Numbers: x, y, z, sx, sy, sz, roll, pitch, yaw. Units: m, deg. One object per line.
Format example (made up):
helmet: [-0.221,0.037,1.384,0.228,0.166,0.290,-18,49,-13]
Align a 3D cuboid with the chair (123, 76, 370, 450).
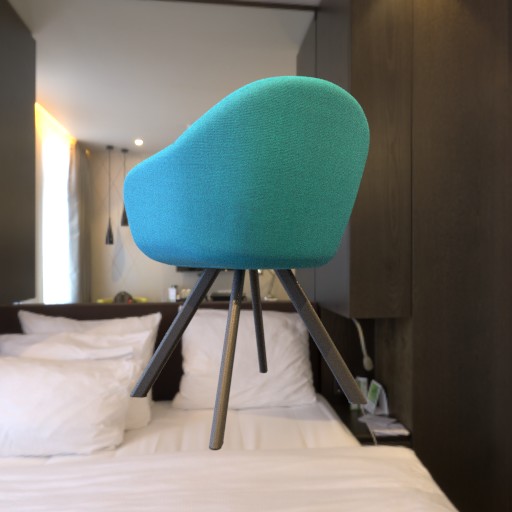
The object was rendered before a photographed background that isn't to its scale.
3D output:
chair: [0.000,0.000,1.195,0.590,0.795,0.550,0,0,-37]
